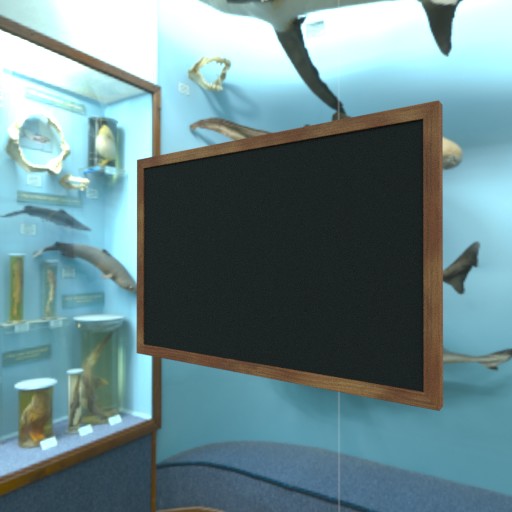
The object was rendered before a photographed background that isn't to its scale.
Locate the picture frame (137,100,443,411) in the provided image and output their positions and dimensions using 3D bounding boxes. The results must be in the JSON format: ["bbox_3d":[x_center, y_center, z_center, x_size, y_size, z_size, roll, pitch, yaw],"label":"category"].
[{"bbox_3d":[0.000,0.000,1.202,0.950,0.640,0.029,0,0,36],"label":"picture frame"}]
